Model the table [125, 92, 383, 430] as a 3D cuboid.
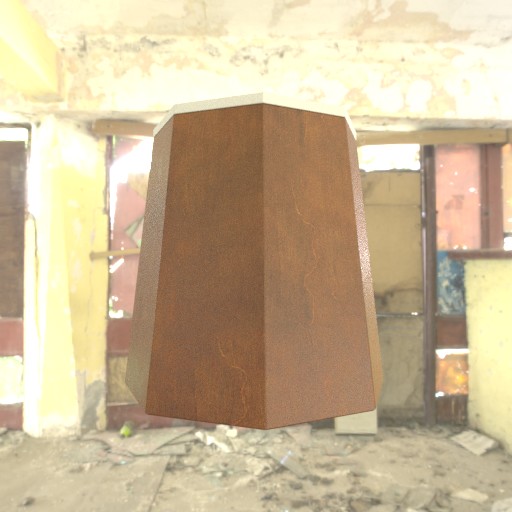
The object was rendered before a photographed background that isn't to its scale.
[{"bbox_3d":[0.000,0.000,0.807,0.439,0.457,0.439,0,-1,18],"label":"table"}]
